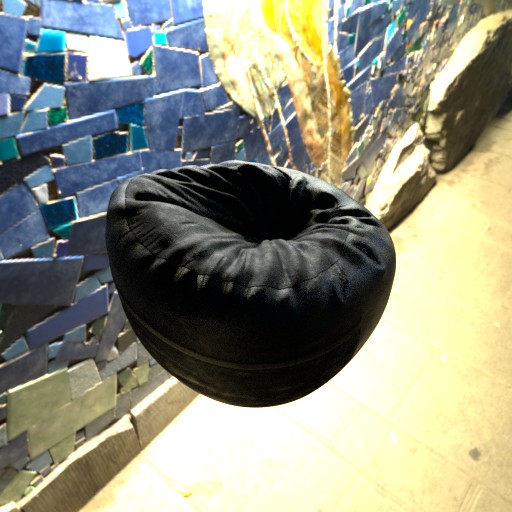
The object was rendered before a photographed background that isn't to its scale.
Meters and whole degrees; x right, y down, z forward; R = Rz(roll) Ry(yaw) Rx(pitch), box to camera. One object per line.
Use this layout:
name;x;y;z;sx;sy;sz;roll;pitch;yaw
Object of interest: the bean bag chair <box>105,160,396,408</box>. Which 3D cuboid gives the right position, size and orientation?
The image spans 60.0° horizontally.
bean bag chair;0.000;0.000;2.483;1.524;0.878;1.524;-25;46;-27
